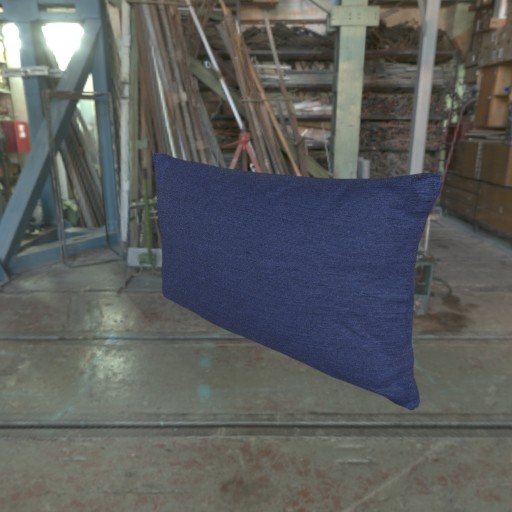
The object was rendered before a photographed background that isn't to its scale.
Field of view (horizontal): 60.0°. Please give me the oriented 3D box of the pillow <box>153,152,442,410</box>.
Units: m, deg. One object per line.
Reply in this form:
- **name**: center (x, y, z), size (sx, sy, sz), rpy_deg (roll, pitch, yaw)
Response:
- **pillow**: center (0.000, 0.000, 0.795), size (0.633, 0.338, 0.210), rpy_deg (16, 23, 42)
